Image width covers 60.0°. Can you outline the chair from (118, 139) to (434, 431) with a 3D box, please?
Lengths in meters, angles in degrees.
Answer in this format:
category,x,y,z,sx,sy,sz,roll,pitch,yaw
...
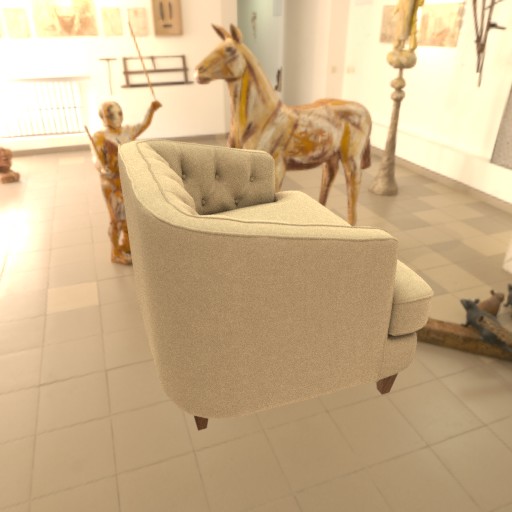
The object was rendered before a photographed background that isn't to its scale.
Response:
category,x,y,z,sx,sy,sz,roll,pitch,yaw
chair,0.000,0.000,1.801,0.941,0.852,1.104,-10,30,-18
